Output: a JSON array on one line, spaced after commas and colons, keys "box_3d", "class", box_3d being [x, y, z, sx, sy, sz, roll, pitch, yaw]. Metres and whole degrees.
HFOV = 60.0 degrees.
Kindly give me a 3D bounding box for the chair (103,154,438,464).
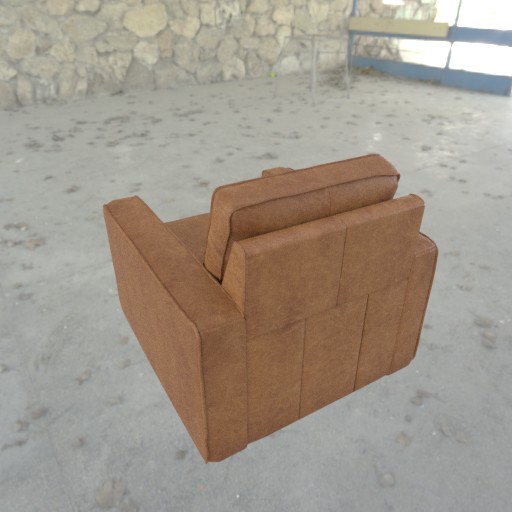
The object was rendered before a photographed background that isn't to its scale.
[{"box_3d": [0.000, 0.000, 1.769, 0.987, 0.901, 1.027, -18, 35, -29], "class": "chair"}]
